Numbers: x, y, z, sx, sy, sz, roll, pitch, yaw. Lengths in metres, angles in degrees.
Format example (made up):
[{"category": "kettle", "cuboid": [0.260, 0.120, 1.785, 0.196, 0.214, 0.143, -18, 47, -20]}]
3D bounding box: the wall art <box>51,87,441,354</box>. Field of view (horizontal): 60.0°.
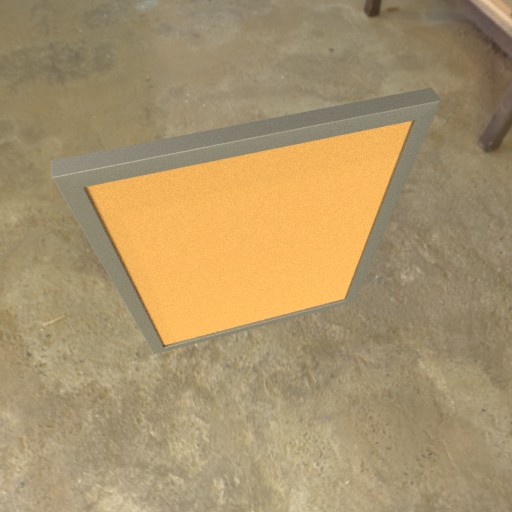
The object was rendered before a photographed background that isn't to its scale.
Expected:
[{"category": "wall art", "cuboid": [0.000, 0.000, 0.748, 0.458, 0.558, 0.029, -13, 59, -8]}]
